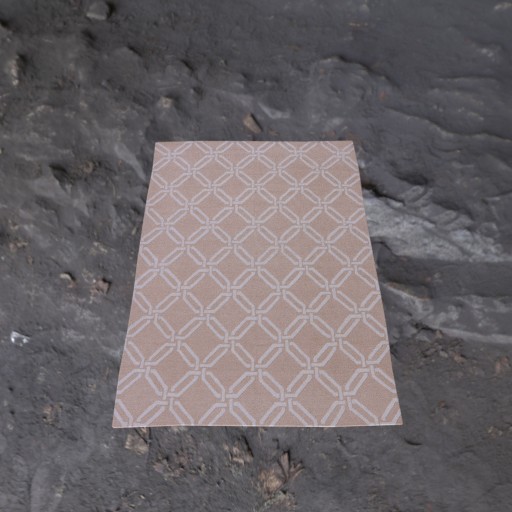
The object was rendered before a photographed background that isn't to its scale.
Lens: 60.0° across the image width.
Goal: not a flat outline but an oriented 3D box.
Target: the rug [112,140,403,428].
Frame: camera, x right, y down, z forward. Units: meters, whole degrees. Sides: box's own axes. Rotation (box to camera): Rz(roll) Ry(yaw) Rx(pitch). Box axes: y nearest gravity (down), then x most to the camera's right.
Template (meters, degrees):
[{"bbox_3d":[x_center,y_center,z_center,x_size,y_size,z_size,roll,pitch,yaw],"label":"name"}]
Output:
[{"bbox_3d":[0.000,0.000,4.579,2.452,0.020,3.365,-1,58,0],"label":"rug"}]
